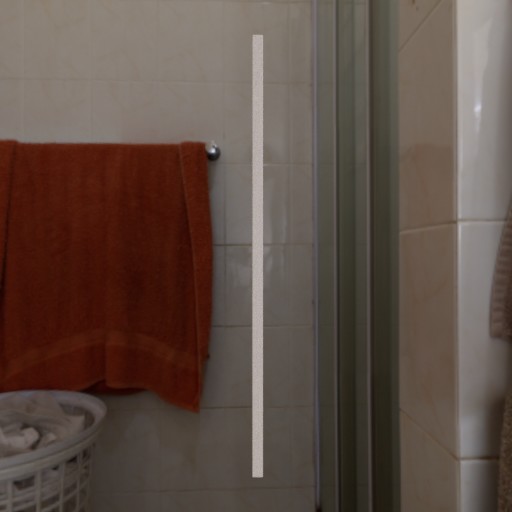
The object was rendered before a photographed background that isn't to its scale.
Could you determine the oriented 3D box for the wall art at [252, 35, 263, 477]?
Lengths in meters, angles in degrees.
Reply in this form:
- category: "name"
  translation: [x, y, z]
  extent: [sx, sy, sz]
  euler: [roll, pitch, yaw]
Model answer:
- category: "wall art"
  translation: [0.000, 0.000, 0.863]
  extent: [0.015, 0.577, 0.572]
  euler: [0, 0, -1]
